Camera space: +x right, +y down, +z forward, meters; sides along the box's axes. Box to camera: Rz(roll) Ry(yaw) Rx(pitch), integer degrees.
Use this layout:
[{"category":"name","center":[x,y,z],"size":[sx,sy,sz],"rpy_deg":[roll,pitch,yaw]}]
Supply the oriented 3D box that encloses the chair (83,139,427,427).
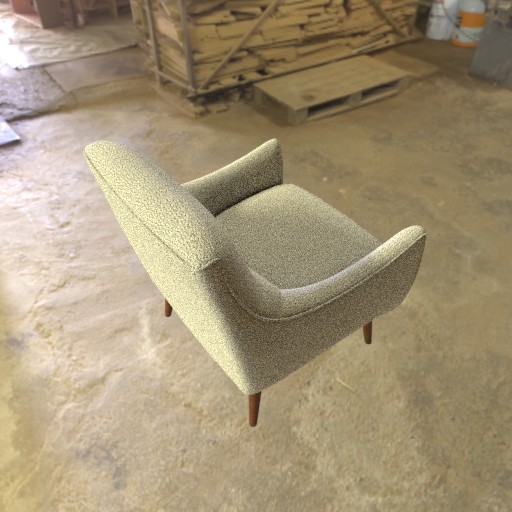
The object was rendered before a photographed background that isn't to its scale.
[{"category":"chair","center":[0.000,0.000,1.483],"size":[0.787,0.838,0.762],"rpy_deg":[-27,49,-26]}]
